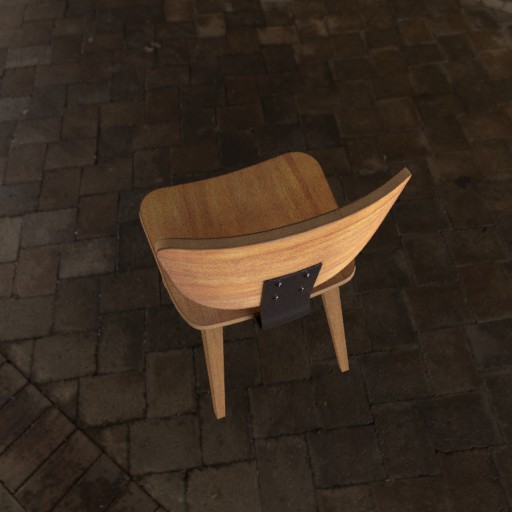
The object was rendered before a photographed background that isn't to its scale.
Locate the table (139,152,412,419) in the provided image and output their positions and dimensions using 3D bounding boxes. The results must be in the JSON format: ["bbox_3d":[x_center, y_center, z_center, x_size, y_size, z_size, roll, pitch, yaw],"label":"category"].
[{"bbox_3d":[0.000,0.000,1.088,0.499,0.805,0.500,-17,61,-10],"label":"table"}]
